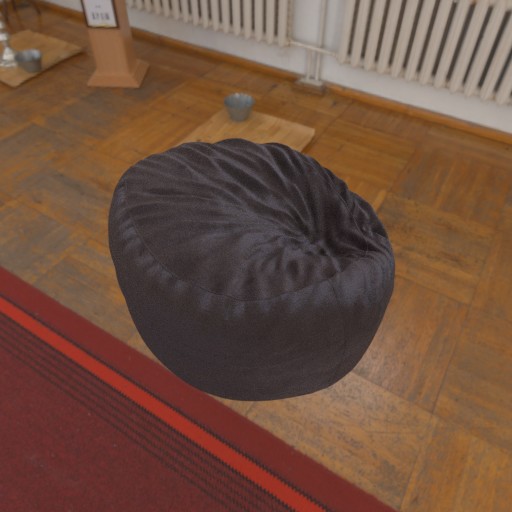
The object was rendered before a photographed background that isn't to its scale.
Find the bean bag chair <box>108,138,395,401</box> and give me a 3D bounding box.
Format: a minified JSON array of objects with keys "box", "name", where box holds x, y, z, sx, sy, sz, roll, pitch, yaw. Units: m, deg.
[{"box":[0.000,0.000,2.073,1.245,0.821,1.245,0,46,0],"name":"bean bag chair"}]
